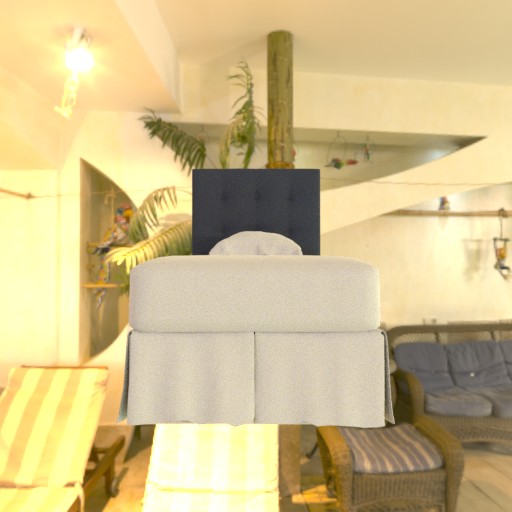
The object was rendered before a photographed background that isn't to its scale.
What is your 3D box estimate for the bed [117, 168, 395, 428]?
[{"bbox_3d":[0.000,0.000,2.974,1.261,1.571,1.997,0,-1,0],"label":"bed"}]
